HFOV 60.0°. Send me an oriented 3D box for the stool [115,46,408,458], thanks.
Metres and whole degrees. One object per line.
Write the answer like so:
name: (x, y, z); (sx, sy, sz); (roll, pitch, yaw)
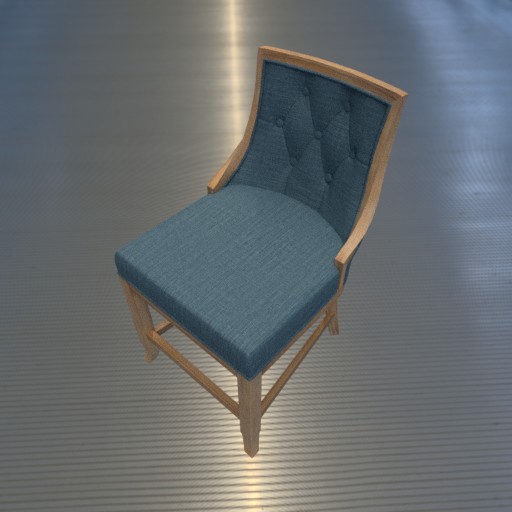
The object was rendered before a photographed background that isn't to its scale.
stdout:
stool: (0.000, 0.000, 1.303); (0.524, 0.938, 0.626); (32, 54, 28)
